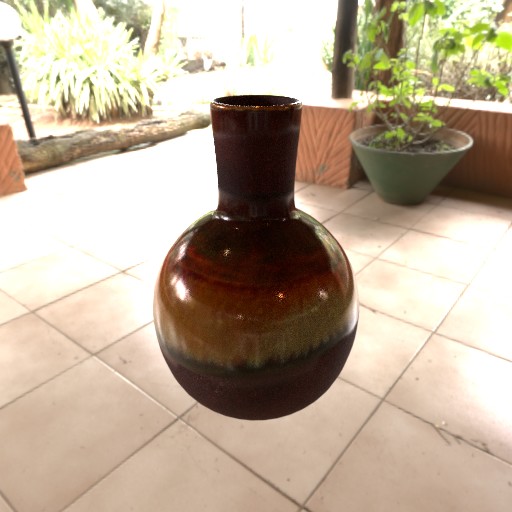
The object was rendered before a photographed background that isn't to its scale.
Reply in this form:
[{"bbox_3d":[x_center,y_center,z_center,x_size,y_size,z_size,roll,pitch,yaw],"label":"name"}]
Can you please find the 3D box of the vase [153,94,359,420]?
[{"bbox_3d":[0.000,0.000,0.231,0.111,0.154,0.111,0,27,0],"label":"vase"}]
